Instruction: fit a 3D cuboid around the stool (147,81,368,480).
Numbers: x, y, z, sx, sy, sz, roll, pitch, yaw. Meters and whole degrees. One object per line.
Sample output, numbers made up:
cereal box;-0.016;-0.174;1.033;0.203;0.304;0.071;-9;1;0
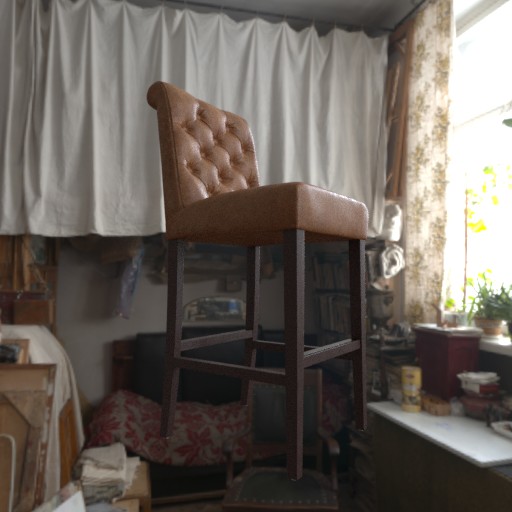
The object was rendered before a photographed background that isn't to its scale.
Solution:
stool;0.000;0.000;1.460;0.601;1.140;0.493;-2;-3;36
